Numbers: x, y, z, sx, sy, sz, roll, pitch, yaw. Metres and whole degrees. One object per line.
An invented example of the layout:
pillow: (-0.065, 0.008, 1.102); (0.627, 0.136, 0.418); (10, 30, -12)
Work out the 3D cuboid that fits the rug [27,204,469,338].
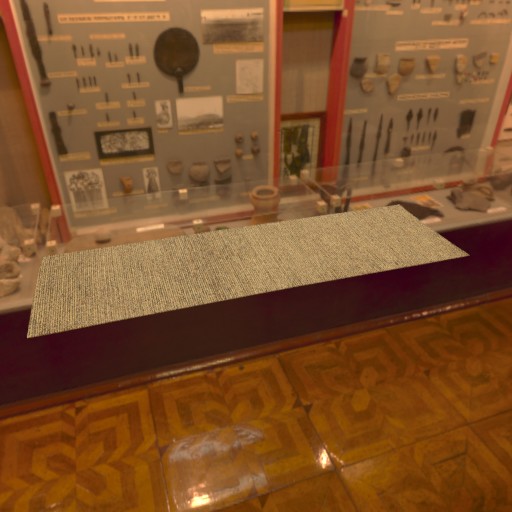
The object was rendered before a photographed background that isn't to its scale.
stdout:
rug: (0.000, 0.000, 2.519); (2.335, 0.013, 0.697); (-9, 34, -14)
